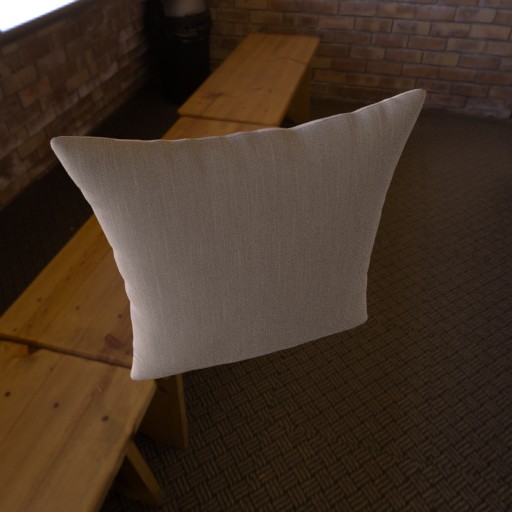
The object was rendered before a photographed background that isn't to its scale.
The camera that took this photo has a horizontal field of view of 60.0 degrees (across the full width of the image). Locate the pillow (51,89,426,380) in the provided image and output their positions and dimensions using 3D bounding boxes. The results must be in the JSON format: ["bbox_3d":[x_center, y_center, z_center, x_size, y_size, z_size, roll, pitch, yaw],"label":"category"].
[{"bbox_3d":[0.000,0.000,0.749,0.511,0.509,0.161,-12,43,-13],"label":"pillow"}]
